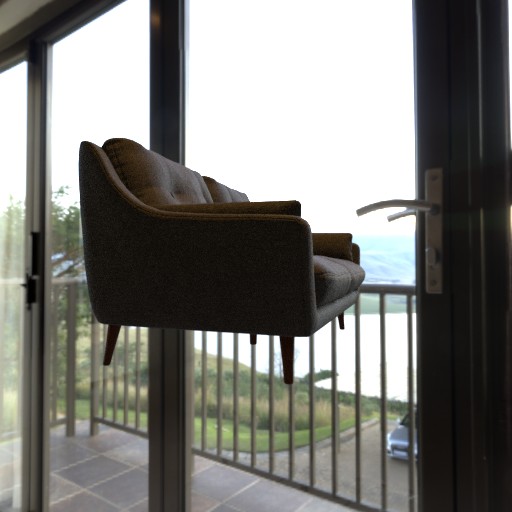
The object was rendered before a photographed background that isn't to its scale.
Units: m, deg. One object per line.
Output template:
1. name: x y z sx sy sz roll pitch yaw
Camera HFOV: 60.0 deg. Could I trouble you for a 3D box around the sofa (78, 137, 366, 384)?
1. sofa: 0.000 0.000 2.223 0.976 0.887 1.646 0 -1 19
